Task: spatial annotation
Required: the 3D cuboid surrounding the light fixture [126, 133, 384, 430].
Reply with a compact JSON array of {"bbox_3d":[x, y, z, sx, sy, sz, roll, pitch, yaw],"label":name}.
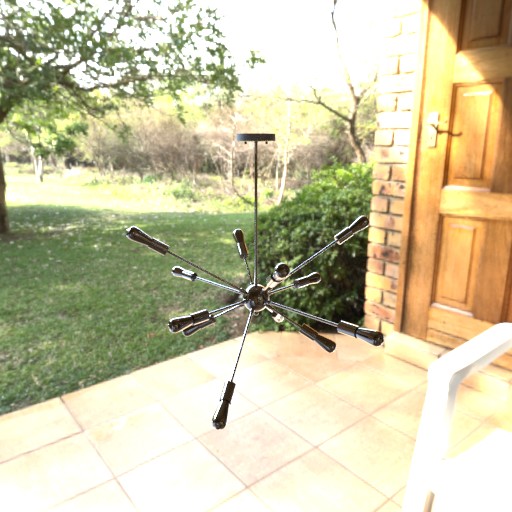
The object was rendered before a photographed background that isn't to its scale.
[{"bbox_3d":[0.000,0.000,1.050,0.684,0.558,0.509,14,20,43],"label":"light fixture"}]
